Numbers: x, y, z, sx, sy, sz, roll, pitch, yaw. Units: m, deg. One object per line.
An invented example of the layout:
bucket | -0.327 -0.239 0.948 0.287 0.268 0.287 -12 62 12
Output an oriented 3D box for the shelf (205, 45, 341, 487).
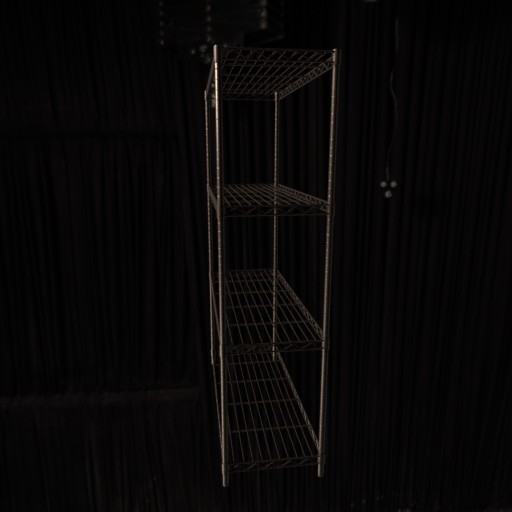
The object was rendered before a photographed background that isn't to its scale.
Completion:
shelf | 0.000 0.000 1.779 0.352 1.361 0.907 -2 13 -8
